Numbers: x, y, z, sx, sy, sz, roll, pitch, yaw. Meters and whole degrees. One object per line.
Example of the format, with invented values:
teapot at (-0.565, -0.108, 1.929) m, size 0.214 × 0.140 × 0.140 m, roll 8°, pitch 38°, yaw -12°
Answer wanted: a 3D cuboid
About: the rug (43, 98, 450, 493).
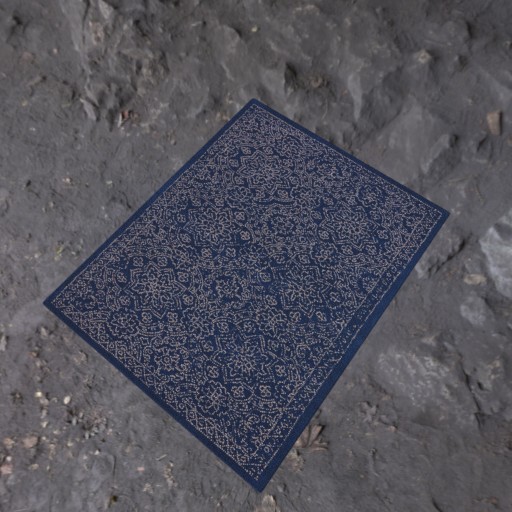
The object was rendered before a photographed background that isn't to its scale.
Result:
rug at (0.000, 0.000, 4.115) m, size 2.438 × 0.010 × 3.048 m, roll 35°, pitch 70°, yaw 15°
